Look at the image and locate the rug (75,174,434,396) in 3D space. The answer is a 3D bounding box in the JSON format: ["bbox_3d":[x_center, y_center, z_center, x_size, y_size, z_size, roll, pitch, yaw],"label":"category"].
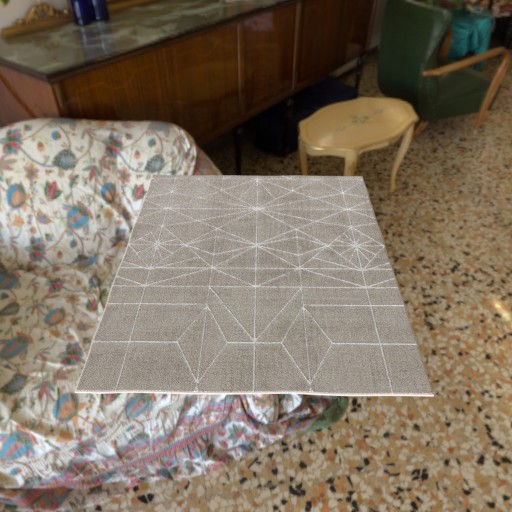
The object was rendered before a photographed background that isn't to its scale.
[{"bbox_3d":[0.000,0.000,0.912,0.548,0.006,0.639,0,41,0],"label":"rug"}]
